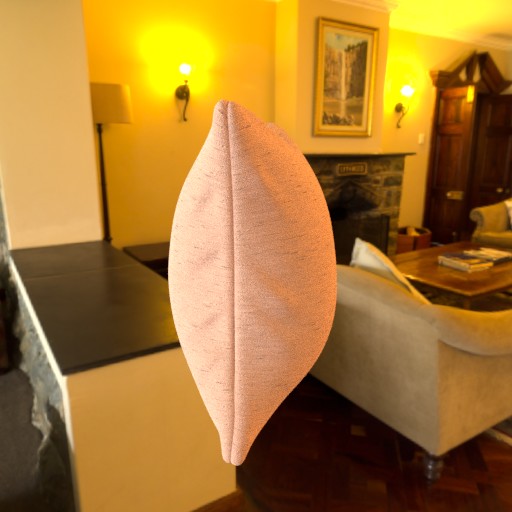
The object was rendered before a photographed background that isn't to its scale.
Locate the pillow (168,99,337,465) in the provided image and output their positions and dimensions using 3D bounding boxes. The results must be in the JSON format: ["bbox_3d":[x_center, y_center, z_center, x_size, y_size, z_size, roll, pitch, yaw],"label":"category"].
[{"bbox_3d":[0.000,0.000,0.679,0.246,0.415,0.432,2,14,8],"label":"pillow"}]
